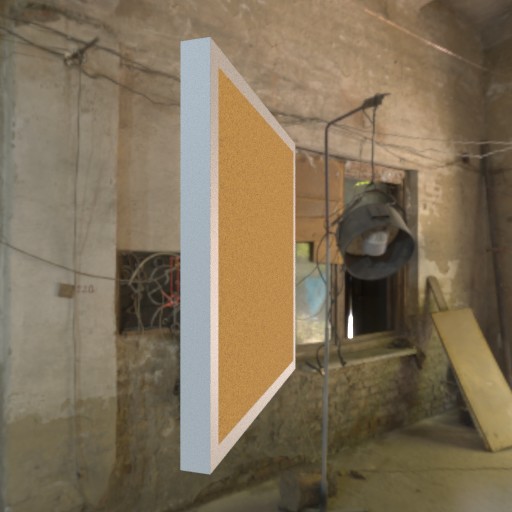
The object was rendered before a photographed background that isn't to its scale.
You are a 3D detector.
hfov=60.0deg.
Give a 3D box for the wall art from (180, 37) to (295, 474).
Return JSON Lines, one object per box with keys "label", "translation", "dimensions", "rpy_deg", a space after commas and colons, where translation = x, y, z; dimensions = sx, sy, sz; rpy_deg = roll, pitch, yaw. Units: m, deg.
{"label": "wall art", "translation": [0.000, 0.000, 1.939], "dimensions": [0.098, 1.291, 1.289], "rpy_deg": [0, 0, 16]}
